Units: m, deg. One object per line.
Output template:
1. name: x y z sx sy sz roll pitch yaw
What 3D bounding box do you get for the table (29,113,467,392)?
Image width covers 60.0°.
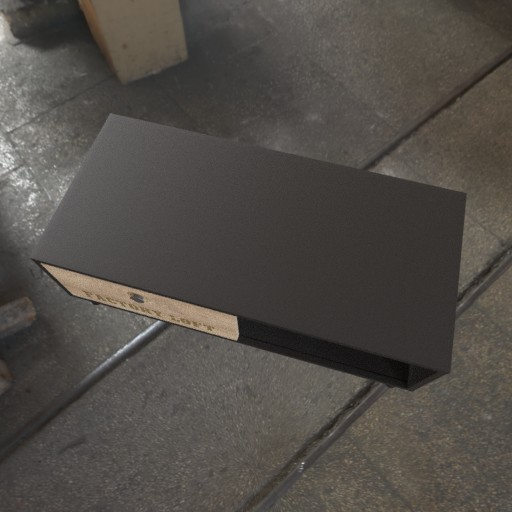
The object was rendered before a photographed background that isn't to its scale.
1. table: 0.000 0.000 1.399 1.100 0.400 0.550 14 65 7
